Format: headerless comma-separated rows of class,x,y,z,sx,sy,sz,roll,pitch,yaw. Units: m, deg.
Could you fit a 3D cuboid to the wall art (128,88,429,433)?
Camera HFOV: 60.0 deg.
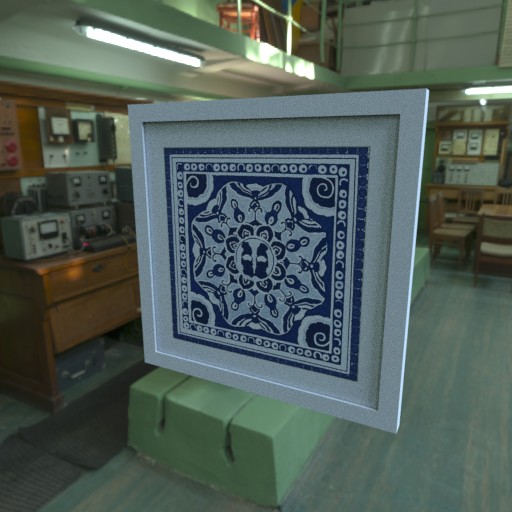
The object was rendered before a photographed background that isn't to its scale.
wall art,0.000,0.000,0.832,0.559,0.559,0.028,7,16,27
